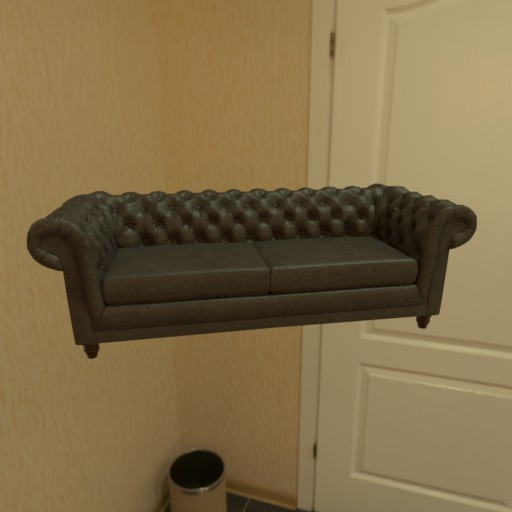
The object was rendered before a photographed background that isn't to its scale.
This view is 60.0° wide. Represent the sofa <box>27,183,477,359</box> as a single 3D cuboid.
[{"bbox_3d":[0.000,0.000,2.785,2.385,0.783,0.944,-3,17,-10],"label":"sofa"}]
